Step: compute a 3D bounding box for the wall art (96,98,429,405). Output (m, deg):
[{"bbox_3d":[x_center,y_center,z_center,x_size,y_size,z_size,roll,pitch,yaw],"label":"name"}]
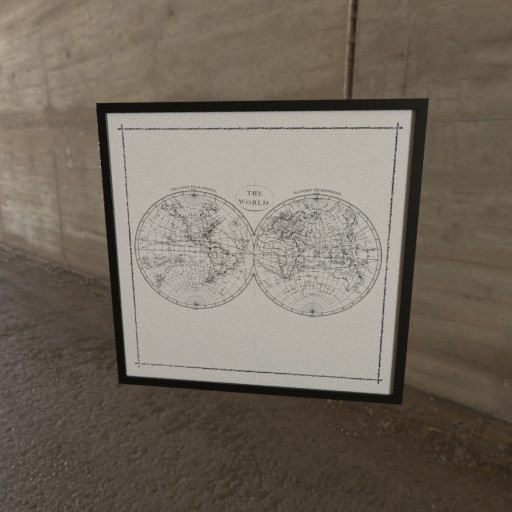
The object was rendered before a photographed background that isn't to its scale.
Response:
[{"bbox_3d":[0.000,0.000,0.483,0.327,0.318,0.029,2,14,8],"label":"wall art"}]
